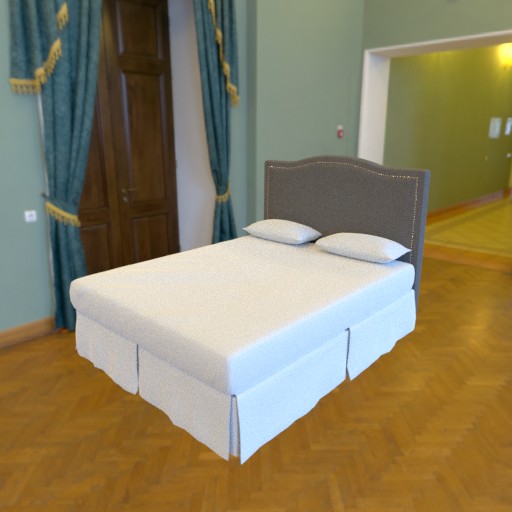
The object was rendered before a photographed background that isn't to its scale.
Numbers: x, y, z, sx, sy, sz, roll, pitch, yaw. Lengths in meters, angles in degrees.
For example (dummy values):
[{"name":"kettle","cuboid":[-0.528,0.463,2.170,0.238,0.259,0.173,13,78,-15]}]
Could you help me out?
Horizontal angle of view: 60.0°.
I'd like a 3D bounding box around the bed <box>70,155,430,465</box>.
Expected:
[{"name":"bed","cuboid":[0.000,0.000,3.440,1.821,1.436,2.282,14,21,41]}]
